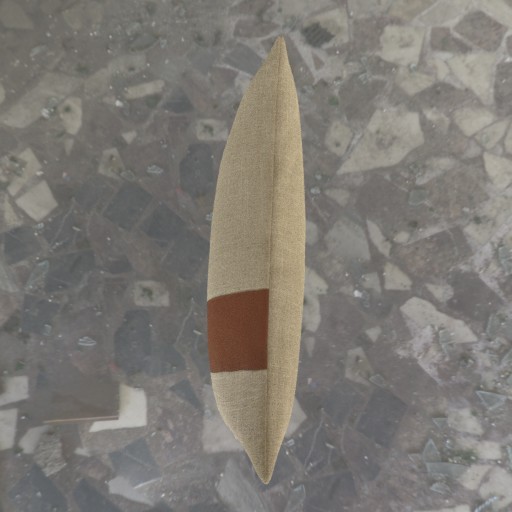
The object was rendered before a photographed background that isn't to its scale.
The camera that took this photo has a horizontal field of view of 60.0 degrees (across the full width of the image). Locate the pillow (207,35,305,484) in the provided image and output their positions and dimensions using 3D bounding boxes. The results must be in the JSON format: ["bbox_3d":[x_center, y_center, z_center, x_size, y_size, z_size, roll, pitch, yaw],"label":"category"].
[{"bbox_3d":[0.000,0.000,0.722,0.155,0.282,0.612,2,76,1],"label":"pillow"}]
